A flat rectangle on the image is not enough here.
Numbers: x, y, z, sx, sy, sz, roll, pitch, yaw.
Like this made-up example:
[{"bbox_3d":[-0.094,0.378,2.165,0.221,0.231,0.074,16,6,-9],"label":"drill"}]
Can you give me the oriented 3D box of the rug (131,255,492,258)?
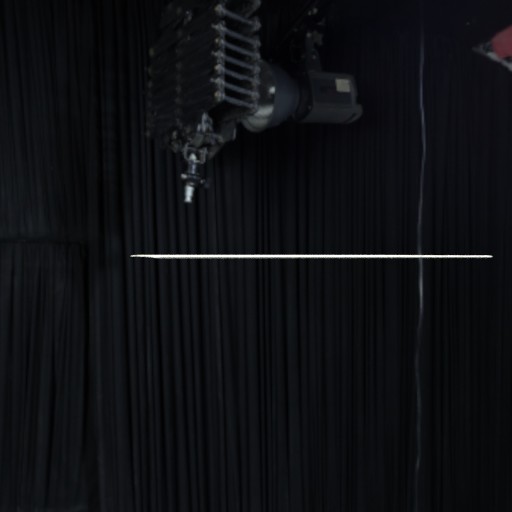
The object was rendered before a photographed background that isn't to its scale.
[{"bbox_3d":[0.000,0.000,2.973,1.529,0.012,2.435,0,0,-18],"label":"rug"}]
